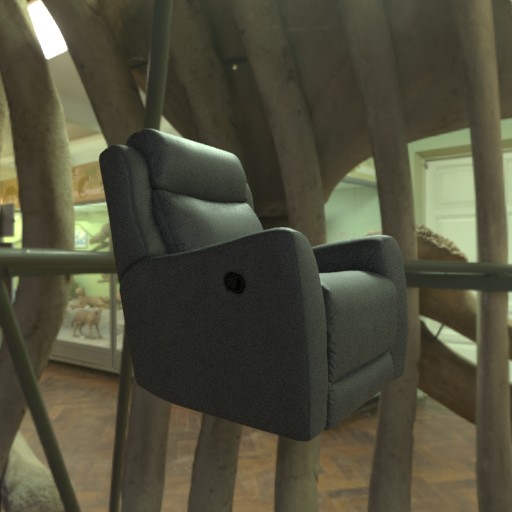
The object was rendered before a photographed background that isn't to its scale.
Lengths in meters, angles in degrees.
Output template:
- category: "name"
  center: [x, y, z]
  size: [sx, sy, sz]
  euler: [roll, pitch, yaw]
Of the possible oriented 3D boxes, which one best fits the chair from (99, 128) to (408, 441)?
- category: "chair"
  center: [0.000, 0.000, 1.938]
  size: [1.068, 1.116, 0.965]
  euler: [0, 0, 36]
